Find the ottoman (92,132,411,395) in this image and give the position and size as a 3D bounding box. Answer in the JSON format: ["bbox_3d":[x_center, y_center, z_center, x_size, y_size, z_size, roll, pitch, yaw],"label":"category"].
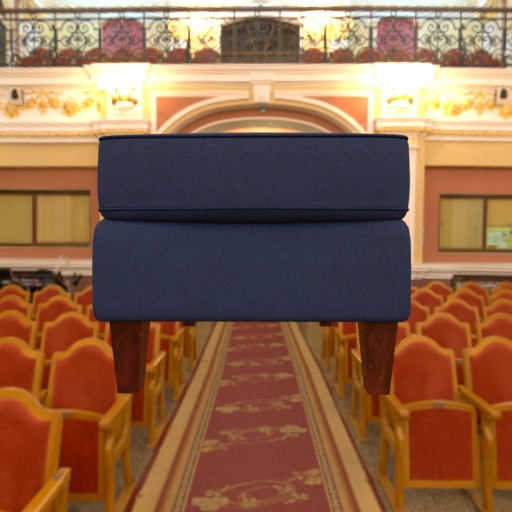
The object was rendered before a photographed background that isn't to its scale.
[{"bbox_3d":[0.000,0.000,1.392,0.686,0.584,0.965,0,1,1],"label":"ottoman"}]
